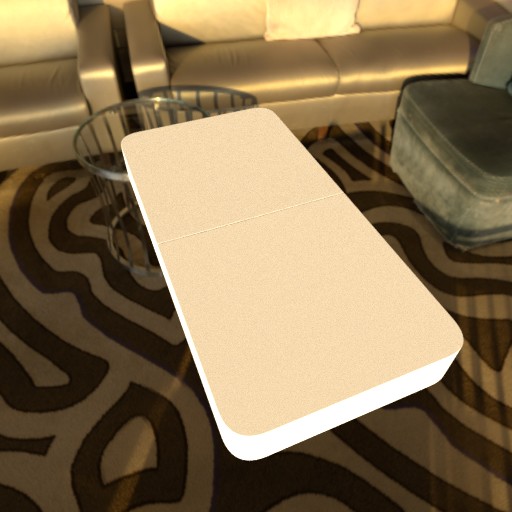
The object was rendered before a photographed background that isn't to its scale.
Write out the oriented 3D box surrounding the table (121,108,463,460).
[{"bbox_3d":[0.000,0.000,1.444,0.600,0.340,1.200,-17,49,-15],"label":"table"}]
